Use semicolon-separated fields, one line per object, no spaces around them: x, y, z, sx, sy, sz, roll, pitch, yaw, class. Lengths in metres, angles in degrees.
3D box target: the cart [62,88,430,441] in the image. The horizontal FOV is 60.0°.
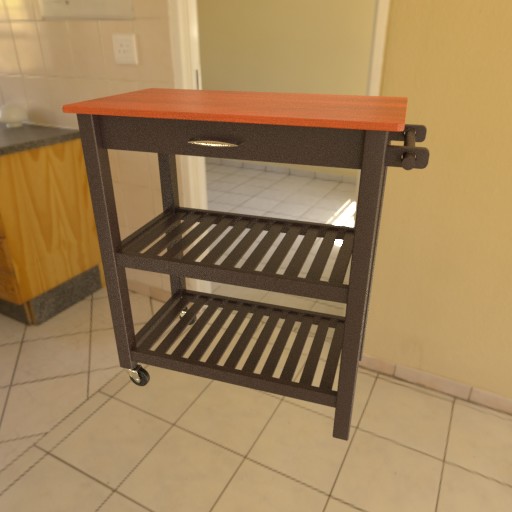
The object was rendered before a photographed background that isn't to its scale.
0.000;0.000;1.399;0.899;0.927;0.457;8;27;16;cart
